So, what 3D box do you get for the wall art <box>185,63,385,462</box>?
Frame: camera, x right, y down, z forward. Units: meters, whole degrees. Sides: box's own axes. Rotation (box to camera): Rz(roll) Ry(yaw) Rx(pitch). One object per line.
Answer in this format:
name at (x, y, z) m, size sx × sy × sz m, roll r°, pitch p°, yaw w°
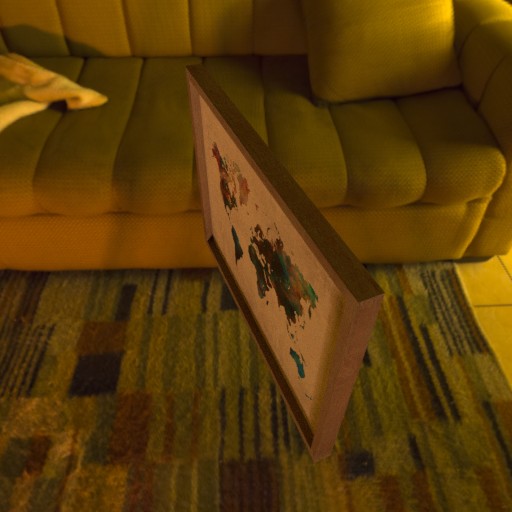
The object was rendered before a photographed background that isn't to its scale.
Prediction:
wall art at (0.000, 0.000, 1.772) m, size 0.070 × 1.009 × 1.320 m, roll -17°, pitch 49°, yaw -16°
